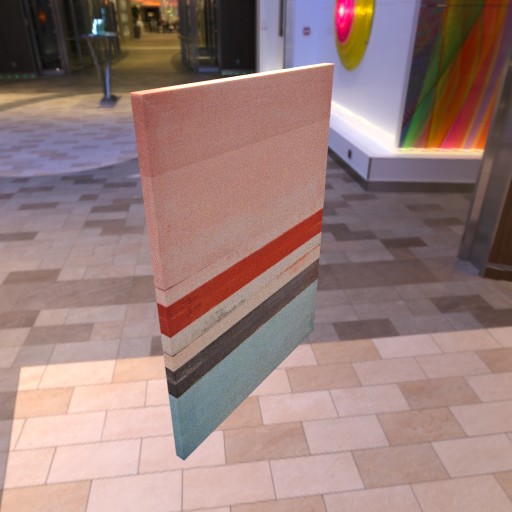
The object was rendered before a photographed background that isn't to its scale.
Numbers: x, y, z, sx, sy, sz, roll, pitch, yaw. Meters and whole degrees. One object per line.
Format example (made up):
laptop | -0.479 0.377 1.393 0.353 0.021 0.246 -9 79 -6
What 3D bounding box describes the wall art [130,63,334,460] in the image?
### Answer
wall art | 0.000 0.000 1.334 0.039 1.016 0.761 19 34 31
